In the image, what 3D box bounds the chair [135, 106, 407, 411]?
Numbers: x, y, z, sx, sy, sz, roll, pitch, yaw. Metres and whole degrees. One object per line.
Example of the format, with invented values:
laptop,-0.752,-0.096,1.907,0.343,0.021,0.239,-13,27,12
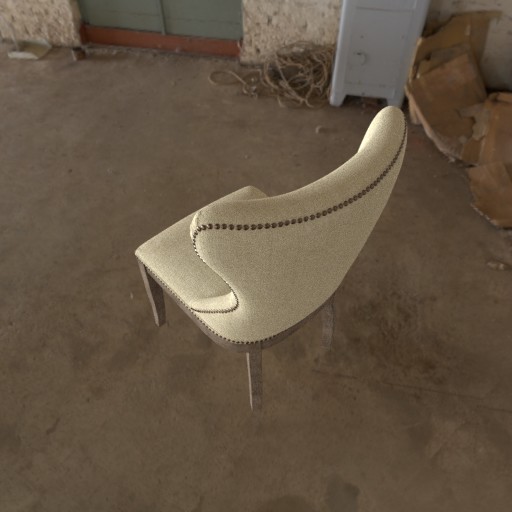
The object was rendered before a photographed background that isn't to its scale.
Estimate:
chair,0.000,0.000,1.443,0.654,1.002,0.681,-33,56,-26
